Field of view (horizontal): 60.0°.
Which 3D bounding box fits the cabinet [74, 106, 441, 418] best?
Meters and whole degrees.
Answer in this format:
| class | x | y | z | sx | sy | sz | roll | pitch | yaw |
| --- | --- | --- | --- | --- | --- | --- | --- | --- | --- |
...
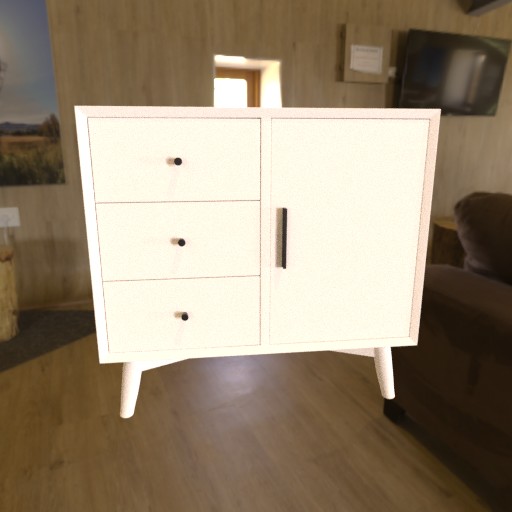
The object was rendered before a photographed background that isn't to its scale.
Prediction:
| class | x | y | z | sx | sy | sz | roll | pitch | yaw |
| --- | --- | --- | --- | --- | --- | --- | --- | --- | --- |
| cabinet | 0.000 | 0.000 | 1.235 | 0.800 | 0.761 | 0.398 | -2 | 15 | -7 |
